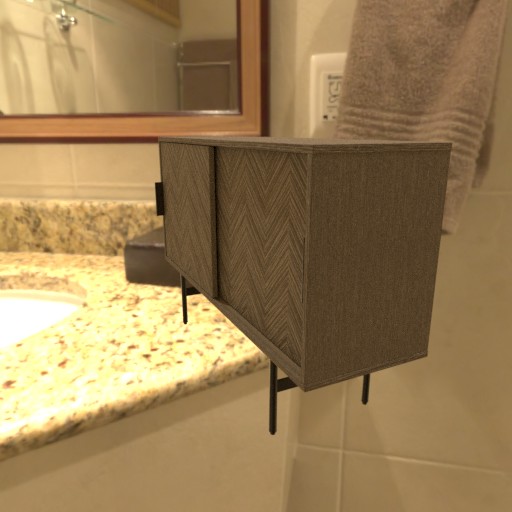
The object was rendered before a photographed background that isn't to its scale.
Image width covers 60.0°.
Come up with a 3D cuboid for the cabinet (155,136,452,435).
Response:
[{"bbox_3d":[0.000,0.000,1.538,0.405,0.787,1.194,-8,18,-25],"label":"cabinet"}]
